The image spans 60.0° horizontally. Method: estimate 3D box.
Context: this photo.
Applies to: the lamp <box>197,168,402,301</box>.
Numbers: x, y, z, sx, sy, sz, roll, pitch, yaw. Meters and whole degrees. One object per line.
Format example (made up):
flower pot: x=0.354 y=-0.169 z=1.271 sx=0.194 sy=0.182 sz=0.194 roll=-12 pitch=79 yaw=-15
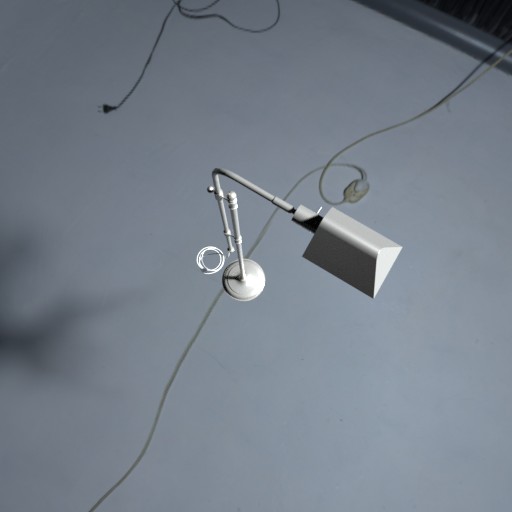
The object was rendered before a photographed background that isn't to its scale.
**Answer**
lamp: x=0.000 y=0.000 z=1.874 sx=0.813 sy=1.571 sz=0.256 roll=31 pitch=78 yaw=7
